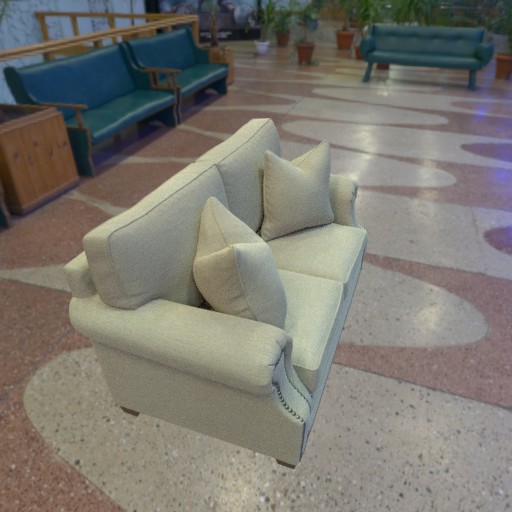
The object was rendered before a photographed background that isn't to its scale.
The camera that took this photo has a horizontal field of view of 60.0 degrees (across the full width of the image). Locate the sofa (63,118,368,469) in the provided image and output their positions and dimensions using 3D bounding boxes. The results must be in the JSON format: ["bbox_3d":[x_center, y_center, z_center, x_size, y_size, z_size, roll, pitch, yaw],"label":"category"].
[{"bbox_3d":[0.000,0.000,2.250,0.966,0.966,1.701,11,34,17],"label":"sofa"}]
